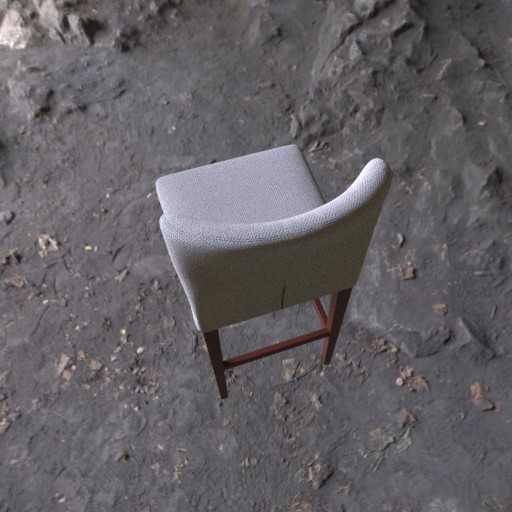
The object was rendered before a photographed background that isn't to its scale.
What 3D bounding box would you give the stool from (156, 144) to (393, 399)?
[{"bbox_3d":[0.000,0.000,1.358,0.481,1.069,0.568,-16,61,-9],"label":"stool"}]
